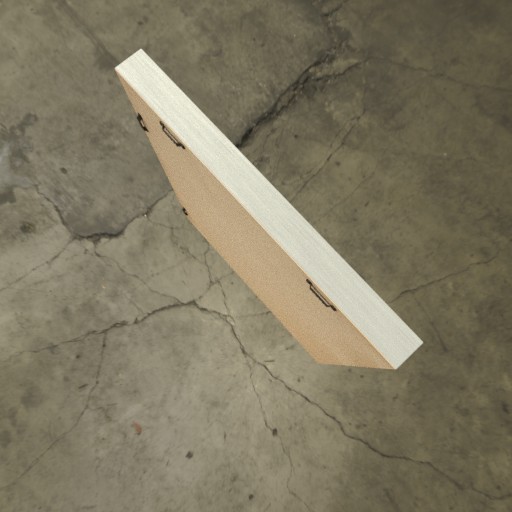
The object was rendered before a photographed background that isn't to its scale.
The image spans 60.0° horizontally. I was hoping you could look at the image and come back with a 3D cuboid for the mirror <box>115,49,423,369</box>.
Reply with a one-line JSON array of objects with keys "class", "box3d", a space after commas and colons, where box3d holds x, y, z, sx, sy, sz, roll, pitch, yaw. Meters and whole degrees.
[{"class": "mirror", "box3d": [0.000, 0.000, 0.674, 0.041, 0.508, 0.405, -41, 80, -9]}]
